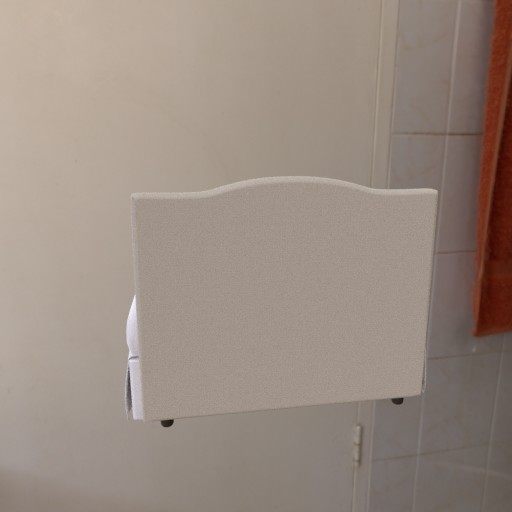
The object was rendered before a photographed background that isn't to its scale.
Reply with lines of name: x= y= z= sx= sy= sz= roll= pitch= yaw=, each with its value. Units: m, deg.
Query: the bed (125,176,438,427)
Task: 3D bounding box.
bed: x=0.000 y=0.000 z=3.695 sx=1.977 sy=1.437 sz=2.477 roll=-2 pitch=13 yaw=-9
